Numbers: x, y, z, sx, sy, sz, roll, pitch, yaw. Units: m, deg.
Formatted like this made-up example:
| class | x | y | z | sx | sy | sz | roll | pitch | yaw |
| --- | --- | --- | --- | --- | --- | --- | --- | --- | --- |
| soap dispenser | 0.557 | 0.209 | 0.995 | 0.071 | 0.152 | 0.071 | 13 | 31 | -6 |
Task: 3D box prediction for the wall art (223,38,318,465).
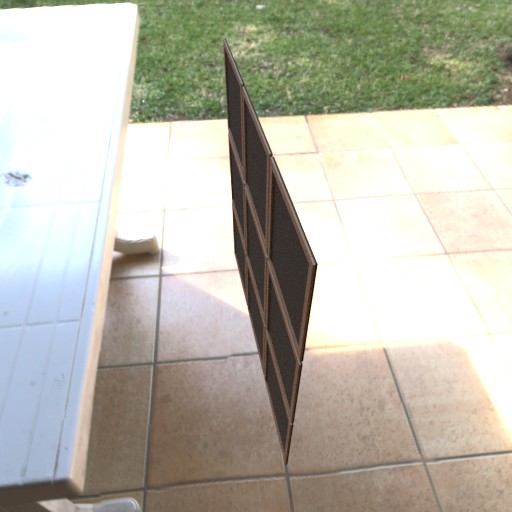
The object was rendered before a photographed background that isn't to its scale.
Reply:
| class | x | y | z | sx | sy | sz | roll | pitch | yaw |
| --- | --- | --- | --- | --- | --- | --- | --- | --- | --- |
| wall art | 0.000 | 0.000 | 2.211 | 0.013 | 1.525 | 1.520 | -9 | 47 | -8 |
